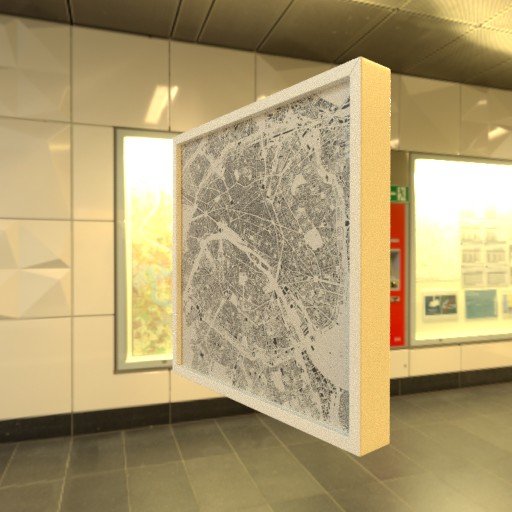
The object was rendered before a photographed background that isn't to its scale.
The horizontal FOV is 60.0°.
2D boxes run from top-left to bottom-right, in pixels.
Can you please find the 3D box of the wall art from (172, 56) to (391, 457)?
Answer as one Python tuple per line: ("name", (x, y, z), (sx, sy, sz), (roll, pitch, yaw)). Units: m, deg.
("wall art", (0.000, 0.000, 0.467), (0.038, 0.305, 0.305), (0, 1, -38))
